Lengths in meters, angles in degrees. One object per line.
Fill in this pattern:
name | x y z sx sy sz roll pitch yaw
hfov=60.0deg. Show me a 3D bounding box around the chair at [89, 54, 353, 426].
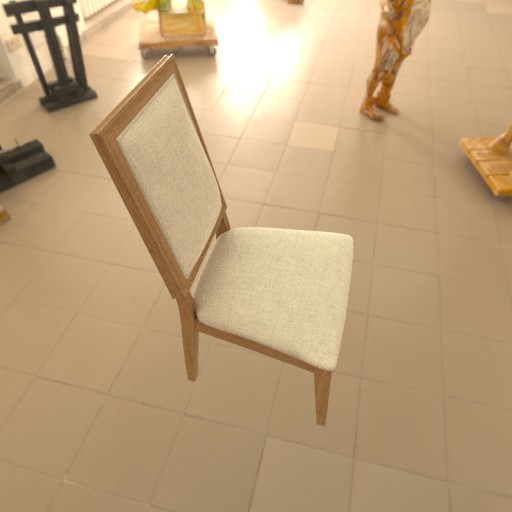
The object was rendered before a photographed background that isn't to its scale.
chair | 0.000 0.000 1.344 0.601 0.988 0.536 10 47 10
